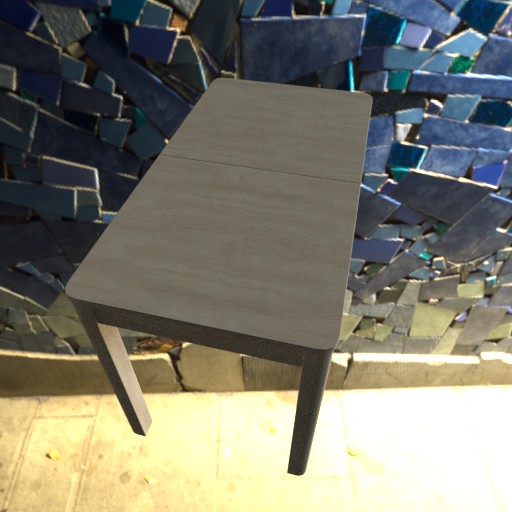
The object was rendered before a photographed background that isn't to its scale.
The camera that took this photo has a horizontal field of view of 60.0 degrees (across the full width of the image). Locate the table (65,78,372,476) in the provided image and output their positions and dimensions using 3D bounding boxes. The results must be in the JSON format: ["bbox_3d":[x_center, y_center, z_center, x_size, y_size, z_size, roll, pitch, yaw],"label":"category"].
[{"bbox_3d":[0.000,0.000,1.922,0.750,0.900,1.400,10,46,10],"label":"table"}]
